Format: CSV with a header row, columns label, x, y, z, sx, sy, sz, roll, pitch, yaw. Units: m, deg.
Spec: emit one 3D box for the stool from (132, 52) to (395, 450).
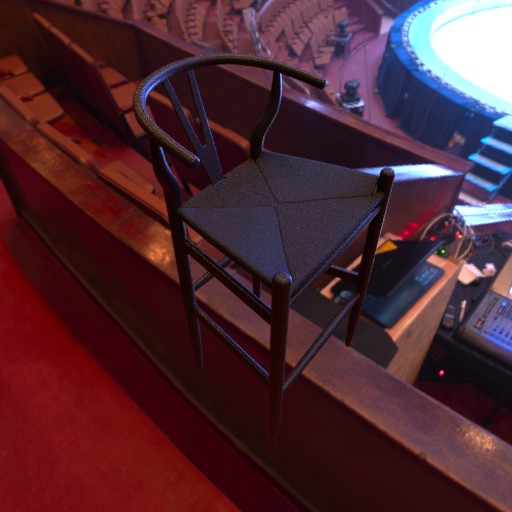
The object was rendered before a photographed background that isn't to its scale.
label,x,y,z,sx,sy,sz,roll,pitch,yaw
stool,0.000,0.000,1.405,0.579,1.072,0.569,27,49,26
